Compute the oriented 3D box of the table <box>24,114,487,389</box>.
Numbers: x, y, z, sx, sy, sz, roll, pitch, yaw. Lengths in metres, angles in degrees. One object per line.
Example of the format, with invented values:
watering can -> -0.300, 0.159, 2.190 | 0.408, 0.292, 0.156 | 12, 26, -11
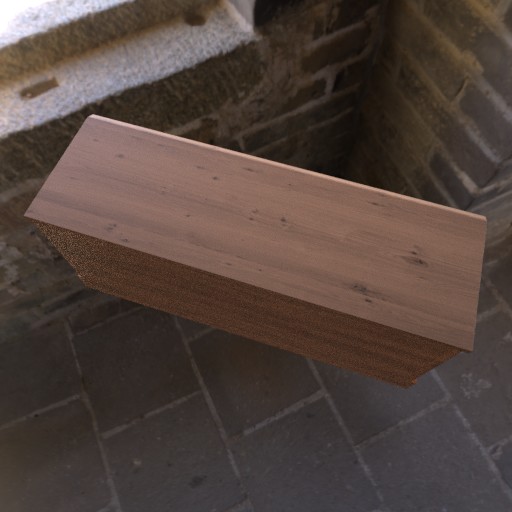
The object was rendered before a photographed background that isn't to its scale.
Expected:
table -> 0.000, 0.000, 1.436 | 1.200, 0.510, 0.400 | 16, 65, 8
